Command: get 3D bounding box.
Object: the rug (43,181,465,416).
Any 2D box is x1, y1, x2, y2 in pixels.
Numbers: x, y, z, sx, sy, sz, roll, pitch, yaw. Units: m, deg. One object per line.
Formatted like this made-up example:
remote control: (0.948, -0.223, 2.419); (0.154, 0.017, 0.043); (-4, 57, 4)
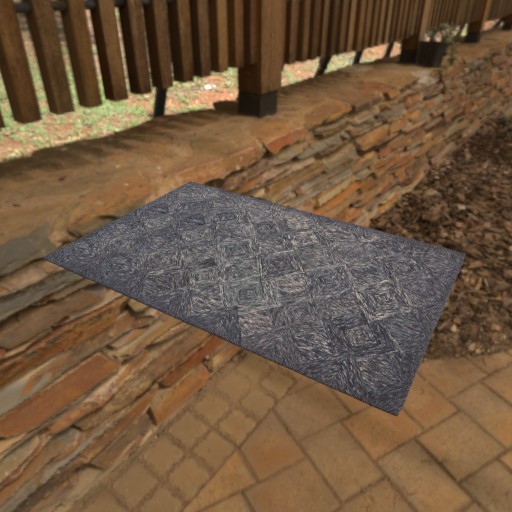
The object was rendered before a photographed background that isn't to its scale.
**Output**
rug: (0.000, 0.000, 2.182); (1.754, 0.010, 1.139); (18, 36, 27)
